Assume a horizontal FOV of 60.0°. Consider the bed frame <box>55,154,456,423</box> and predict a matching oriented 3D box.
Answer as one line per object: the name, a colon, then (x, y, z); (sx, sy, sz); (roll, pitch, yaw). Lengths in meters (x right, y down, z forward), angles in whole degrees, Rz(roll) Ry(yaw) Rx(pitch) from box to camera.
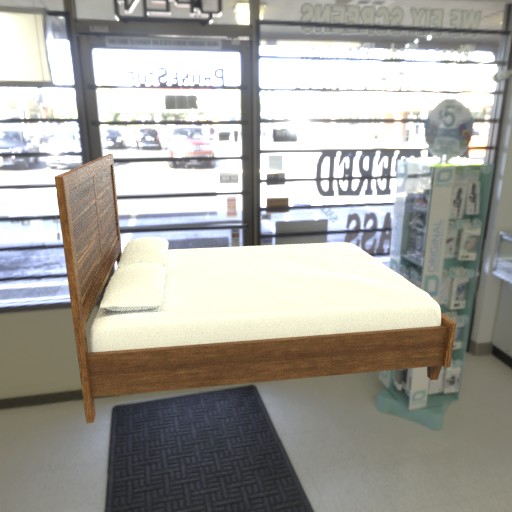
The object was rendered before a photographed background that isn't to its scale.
bed frame: (0.000, 0.000, 3.341); (2.276, 1.417, 1.696); (-3, 17, -9)
